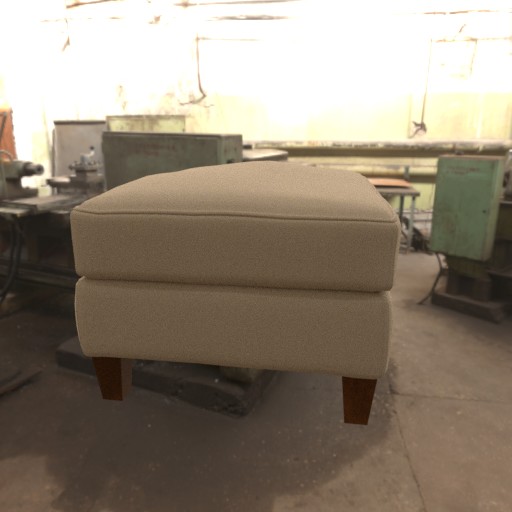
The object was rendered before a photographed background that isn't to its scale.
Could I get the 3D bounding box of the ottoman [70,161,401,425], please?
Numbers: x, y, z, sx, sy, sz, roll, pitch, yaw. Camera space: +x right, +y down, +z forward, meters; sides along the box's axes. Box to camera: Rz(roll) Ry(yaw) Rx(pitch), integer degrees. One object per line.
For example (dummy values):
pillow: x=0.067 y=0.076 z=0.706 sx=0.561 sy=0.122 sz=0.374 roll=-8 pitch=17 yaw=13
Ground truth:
ottoman: x=0.000 y=0.000 z=1.211 sx=0.634 sy=0.485 sz=0.818 roll=2 pitch=16 yaw=9
